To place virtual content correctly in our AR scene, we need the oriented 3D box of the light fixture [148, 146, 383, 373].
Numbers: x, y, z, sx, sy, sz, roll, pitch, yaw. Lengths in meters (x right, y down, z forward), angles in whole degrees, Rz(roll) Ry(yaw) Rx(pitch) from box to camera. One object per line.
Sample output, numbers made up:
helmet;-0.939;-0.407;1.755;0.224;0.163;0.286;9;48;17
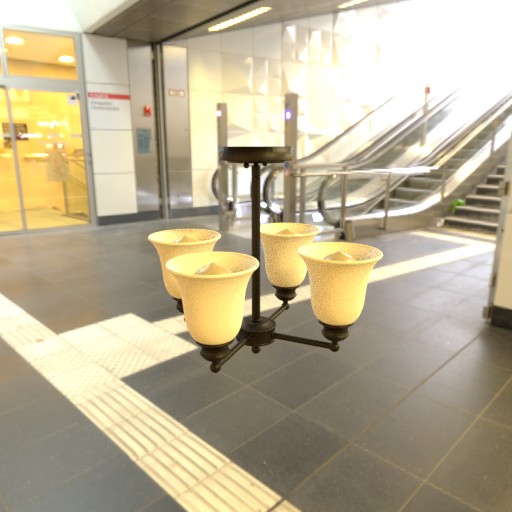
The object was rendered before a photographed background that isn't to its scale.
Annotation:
light fixture;0.000;0.000;1.931;1.069;0.925;1.069;7;16;24
